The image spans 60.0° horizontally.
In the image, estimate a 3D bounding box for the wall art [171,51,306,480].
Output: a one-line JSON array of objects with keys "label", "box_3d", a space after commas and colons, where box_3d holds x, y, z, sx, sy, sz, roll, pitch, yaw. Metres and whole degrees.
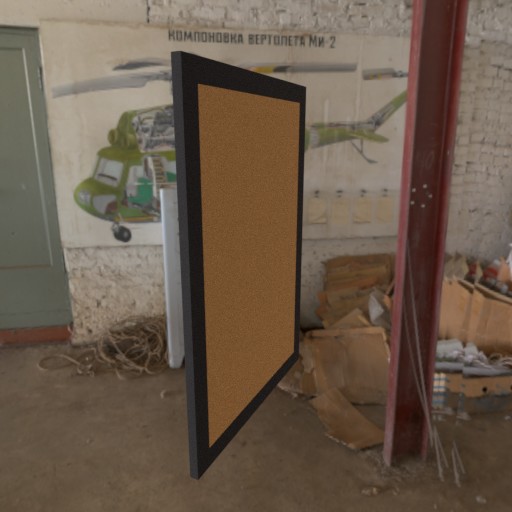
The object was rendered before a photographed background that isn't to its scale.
[{"label": "wall art", "box_3d": [0.000, 0.000, 0.696, 0.013, 0.534, 0.380, 7, 17, 25]}]
